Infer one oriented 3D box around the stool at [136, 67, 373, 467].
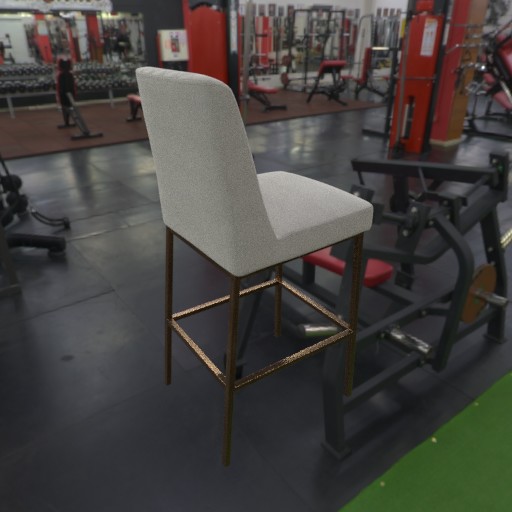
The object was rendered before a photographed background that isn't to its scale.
[{"bbox_3d":[0.000,0.000,1.371,0.546,1.084,0.462,-17,31,-30],"label":"stool"}]
